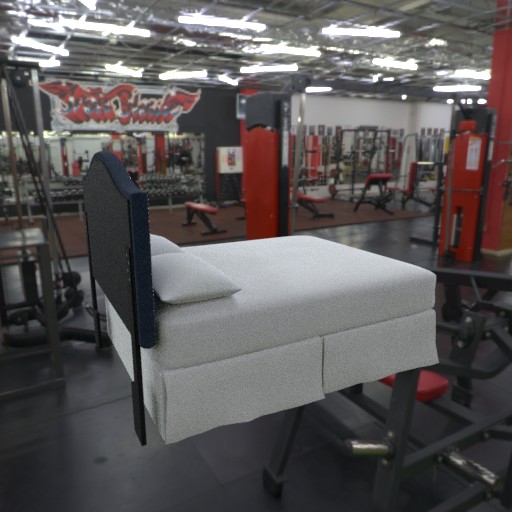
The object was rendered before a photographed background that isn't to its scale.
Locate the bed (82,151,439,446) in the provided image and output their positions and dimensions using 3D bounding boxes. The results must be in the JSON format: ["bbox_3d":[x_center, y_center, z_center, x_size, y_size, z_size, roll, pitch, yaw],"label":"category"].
[{"bbox_3d":[0.000,0.000,3.285,2.153,1.518,1.725,-7,15,-27],"label":"bed"}]
